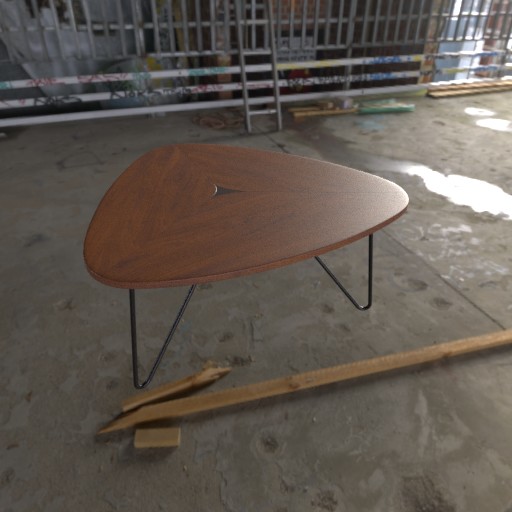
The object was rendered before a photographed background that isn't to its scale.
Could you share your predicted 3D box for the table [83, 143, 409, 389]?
[{"bbox_3d":[0.000,0.000,1.321,0.821,0.413,0.833,0,33,0],"label":"table"}]
